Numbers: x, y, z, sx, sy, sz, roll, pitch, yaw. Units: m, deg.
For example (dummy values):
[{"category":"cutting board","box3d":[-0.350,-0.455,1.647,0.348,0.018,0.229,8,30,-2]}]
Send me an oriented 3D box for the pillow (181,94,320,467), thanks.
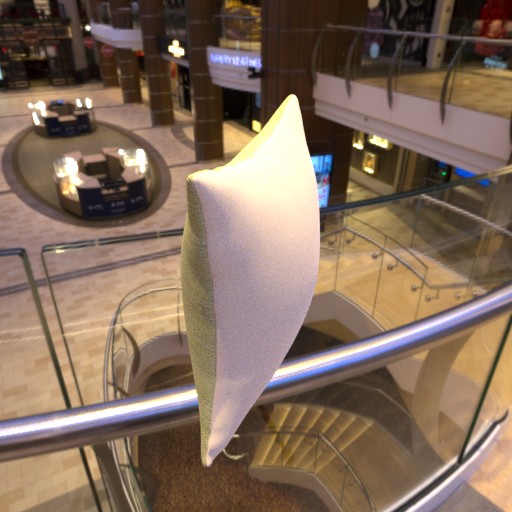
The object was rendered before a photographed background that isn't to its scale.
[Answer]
[{"category":"pillow","box3d":[0.000,0.000,0.823,0.229,0.487,0.560,8,31,14]}]
